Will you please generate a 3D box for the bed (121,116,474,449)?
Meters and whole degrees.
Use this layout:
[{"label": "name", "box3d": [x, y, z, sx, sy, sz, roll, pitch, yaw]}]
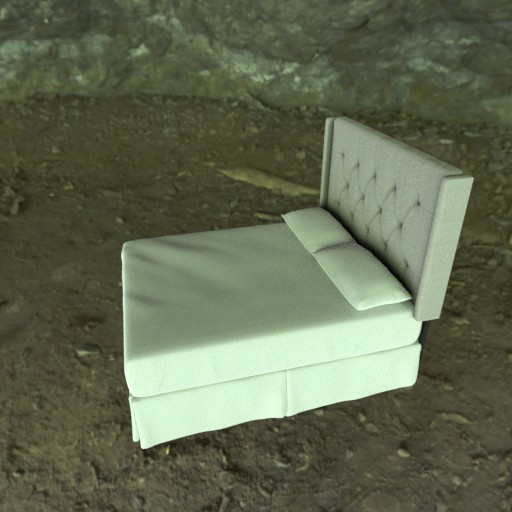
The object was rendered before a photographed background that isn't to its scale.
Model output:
[{"label": "bed", "box3d": [0.000, 0.000, 3.351, 2.066, 1.665, 1.719, -7, 30, -13]}]
